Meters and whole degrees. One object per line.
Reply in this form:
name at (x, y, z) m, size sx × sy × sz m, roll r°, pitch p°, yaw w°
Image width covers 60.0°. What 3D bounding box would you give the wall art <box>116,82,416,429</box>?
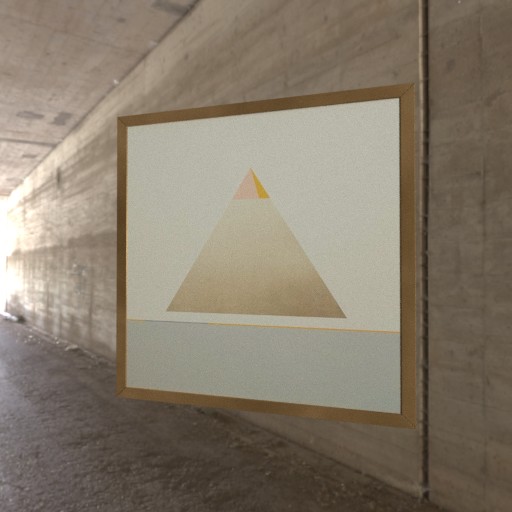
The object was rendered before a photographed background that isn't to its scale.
wall art at (0.000, 0.000, 0.452) m, size 0.305 × 0.303 × 0.038 m, roll 0°, pitch -1°, yaw 18°
